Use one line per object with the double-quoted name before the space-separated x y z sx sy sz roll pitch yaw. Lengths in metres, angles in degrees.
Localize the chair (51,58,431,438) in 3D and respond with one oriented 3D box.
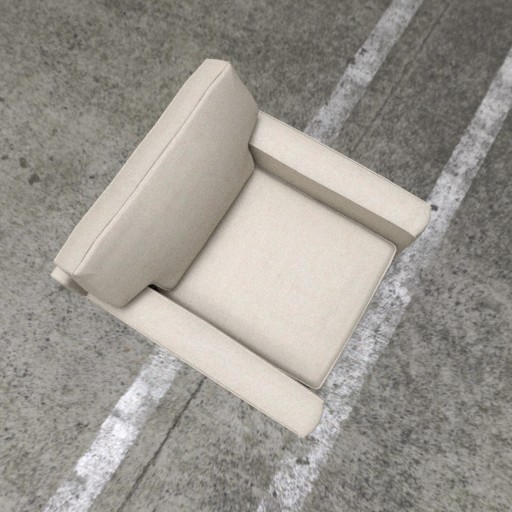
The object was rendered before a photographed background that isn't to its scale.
"chair" 0.000 0.000 1.808 1.043 0.913 0.998 31 77 8
